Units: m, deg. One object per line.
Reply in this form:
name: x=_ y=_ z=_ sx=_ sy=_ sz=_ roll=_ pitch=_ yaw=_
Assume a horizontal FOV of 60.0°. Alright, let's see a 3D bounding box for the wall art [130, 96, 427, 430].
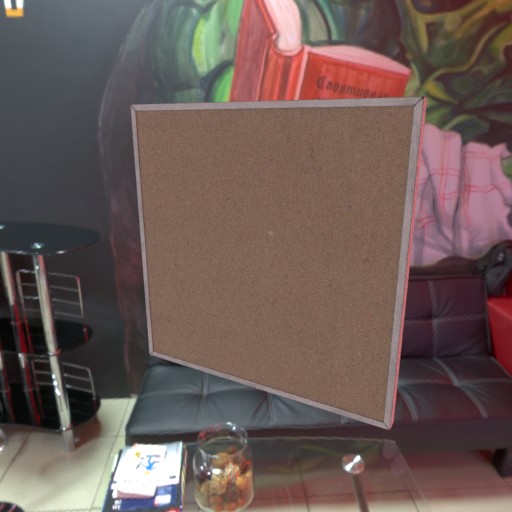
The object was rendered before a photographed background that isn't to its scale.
wall art: x=0.000 y=0.000 z=1.157 sx=0.762 sy=0.762 sz=0.038 roll=9 pitch=19 yaw=28
